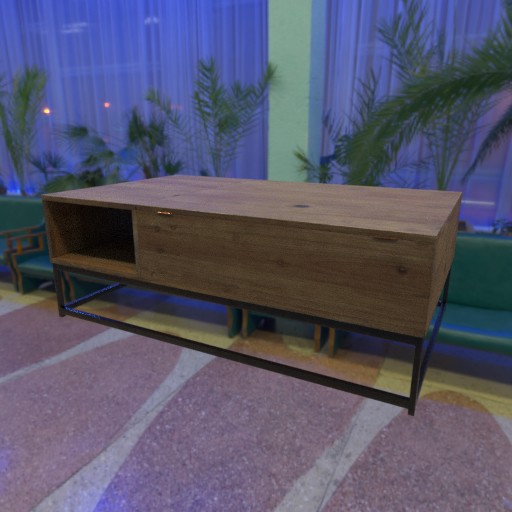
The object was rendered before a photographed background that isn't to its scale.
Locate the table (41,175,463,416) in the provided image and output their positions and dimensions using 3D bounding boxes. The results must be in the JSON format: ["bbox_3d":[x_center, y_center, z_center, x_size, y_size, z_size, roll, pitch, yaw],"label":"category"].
[{"bbox_3d":[0.000,0.000,1.396,1.101,0.395,0.655,8,18,27],"label":"table"}]
